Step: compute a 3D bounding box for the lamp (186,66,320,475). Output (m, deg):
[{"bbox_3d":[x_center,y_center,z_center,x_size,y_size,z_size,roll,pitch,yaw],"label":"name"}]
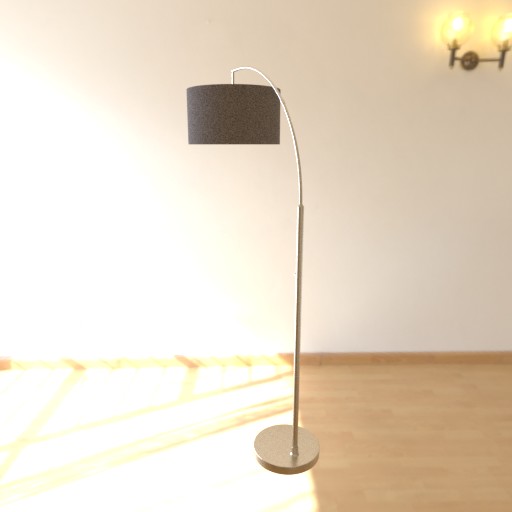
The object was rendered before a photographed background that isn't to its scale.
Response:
[{"bbox_3d":[0.000,0.000,2.123,0.452,1.735,0.934,-7,16,-26],"label":"lamp"}]
